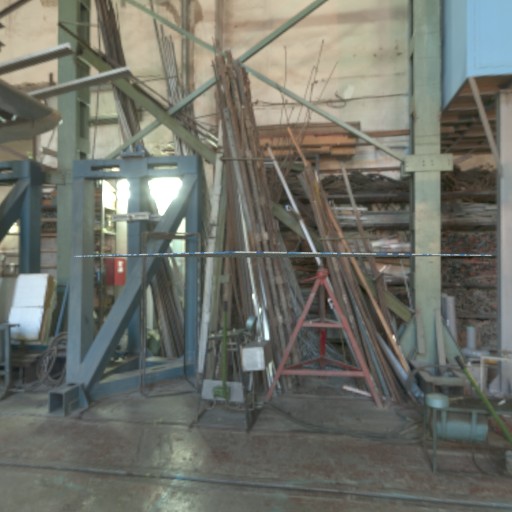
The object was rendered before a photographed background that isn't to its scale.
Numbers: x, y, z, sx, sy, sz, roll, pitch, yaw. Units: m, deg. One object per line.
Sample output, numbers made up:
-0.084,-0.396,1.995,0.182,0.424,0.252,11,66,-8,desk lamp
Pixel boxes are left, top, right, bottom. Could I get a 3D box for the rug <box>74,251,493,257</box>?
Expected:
0.000,0.000,4.000,2.435,0.007,3.007,0,-1,-35,rug
